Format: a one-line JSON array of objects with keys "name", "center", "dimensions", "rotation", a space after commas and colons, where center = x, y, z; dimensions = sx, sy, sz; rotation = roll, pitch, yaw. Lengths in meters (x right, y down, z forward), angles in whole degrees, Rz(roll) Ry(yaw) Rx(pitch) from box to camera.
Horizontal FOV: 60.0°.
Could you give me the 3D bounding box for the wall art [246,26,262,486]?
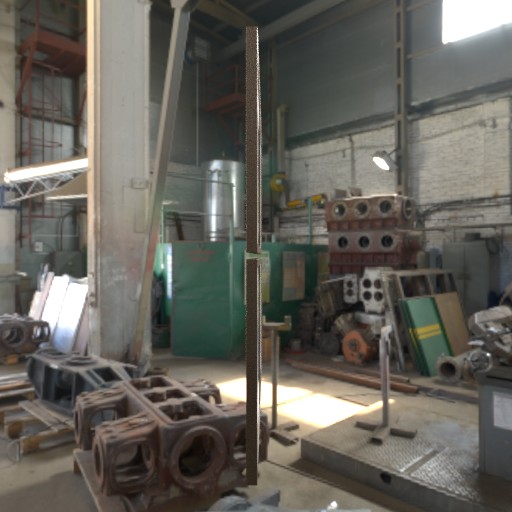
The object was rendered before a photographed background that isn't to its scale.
[{"name": "wall art", "center": [0.000, 0.000, 1.511], "dimensions": [0.030, 1.032, 1.032], "rotation": [0, 0, 1]}]
